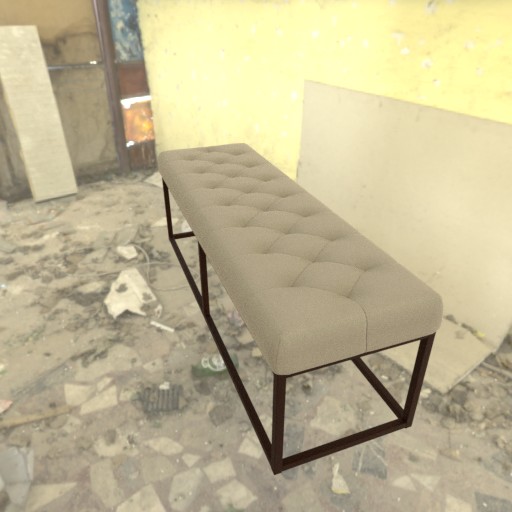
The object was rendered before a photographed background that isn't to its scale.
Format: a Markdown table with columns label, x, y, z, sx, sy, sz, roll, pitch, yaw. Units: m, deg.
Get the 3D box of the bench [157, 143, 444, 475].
| label | x | y | z | sx | sy | sz | roll | pitch | yaw |
| --- | --- | --- | --- | --- | --- | --- | --- | --- | --- |
| bench | 0.000 | 0.000 | 1.733 | 0.479 | 0.488 | 1.488 | -11 | 32 | -18 |
